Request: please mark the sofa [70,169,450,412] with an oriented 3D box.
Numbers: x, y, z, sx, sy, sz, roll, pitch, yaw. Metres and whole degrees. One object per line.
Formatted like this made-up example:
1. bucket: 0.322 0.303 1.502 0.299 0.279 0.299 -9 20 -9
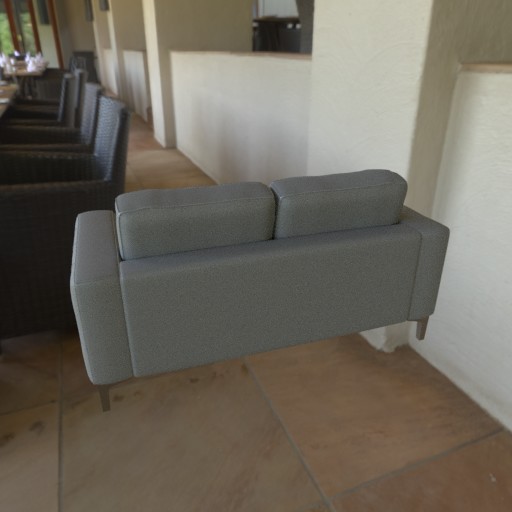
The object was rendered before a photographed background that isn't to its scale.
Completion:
1. sofa: 0.000 0.000 2.281 1.726 0.893 0.833 -8 26 -17
